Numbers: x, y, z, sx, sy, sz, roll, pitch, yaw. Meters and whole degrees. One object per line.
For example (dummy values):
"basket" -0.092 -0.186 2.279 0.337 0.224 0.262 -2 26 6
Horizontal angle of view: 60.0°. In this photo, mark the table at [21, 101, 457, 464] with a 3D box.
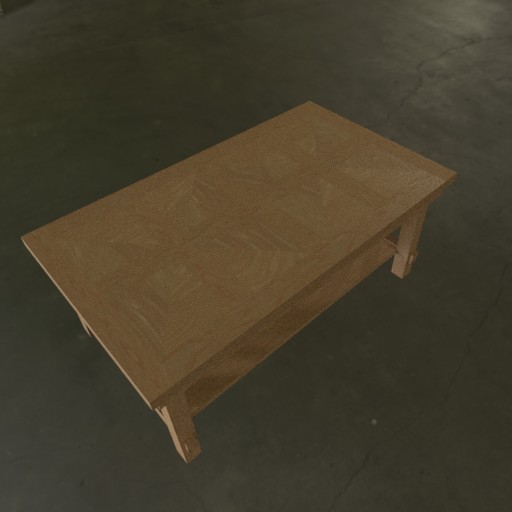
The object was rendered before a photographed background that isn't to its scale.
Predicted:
"table" 0.000 0.000 1.631 1.270 0.507 0.711 -33 55 -28
